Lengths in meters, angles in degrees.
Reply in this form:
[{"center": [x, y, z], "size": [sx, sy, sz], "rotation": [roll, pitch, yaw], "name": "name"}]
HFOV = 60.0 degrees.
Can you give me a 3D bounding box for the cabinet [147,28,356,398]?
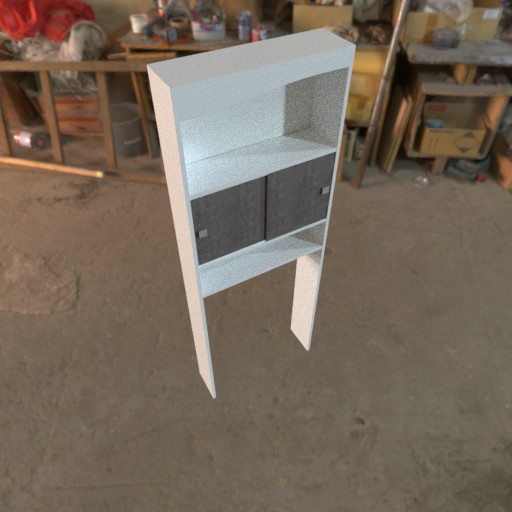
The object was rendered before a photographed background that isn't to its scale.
[{"center": [0.000, 0.000, 2.004], "size": [0.643, 1.770, 0.192], "rotation": [-22, 49, -20], "name": "cabinet"}]
